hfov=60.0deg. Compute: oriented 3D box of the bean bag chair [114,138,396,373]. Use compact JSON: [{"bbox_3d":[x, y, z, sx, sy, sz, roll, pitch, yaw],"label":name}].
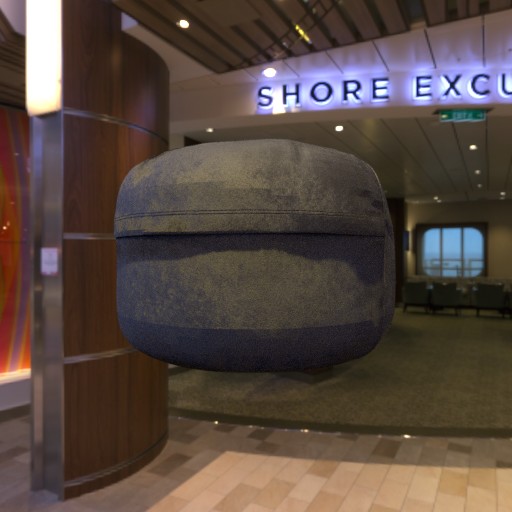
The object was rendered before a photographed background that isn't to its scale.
[{"bbox_3d":[0.000,0.000,1.499,0.918,0.605,0.918,0,0,0],"label":"bean bag chair"}]
